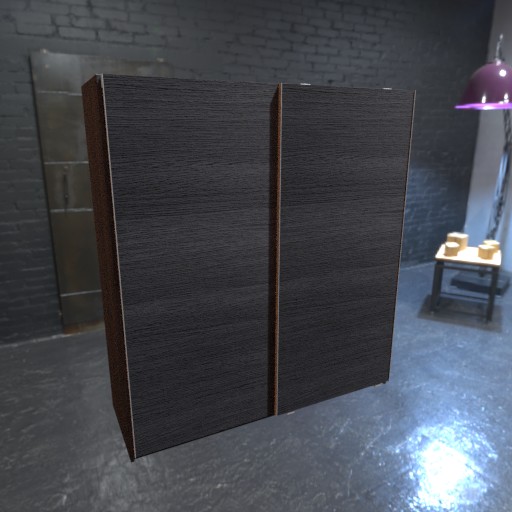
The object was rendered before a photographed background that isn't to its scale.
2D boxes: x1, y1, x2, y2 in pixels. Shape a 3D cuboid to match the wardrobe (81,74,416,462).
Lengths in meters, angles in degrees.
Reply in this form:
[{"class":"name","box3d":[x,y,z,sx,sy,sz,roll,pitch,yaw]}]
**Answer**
[{"class":"wardrobe","box3d":[0.000,0.000,2.746,1.780,1.960,0.629,-8,17,-26]}]
